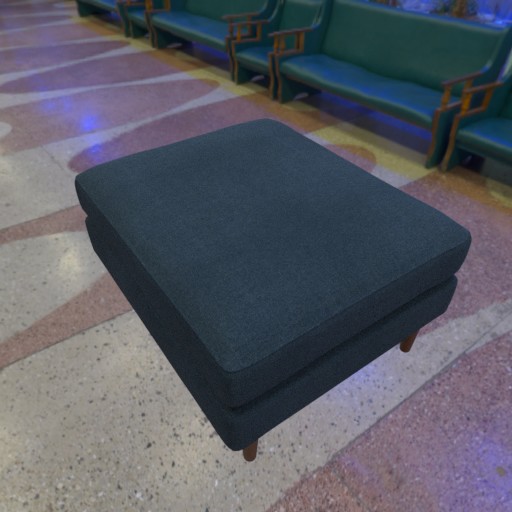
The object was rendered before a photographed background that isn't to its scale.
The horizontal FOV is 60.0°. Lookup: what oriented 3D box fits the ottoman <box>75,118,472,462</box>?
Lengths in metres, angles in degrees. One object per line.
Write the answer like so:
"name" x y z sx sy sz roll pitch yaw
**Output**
"ottoman" 0.000 0.000 1.235 0.693 0.474 0.821 -24 46 -26
